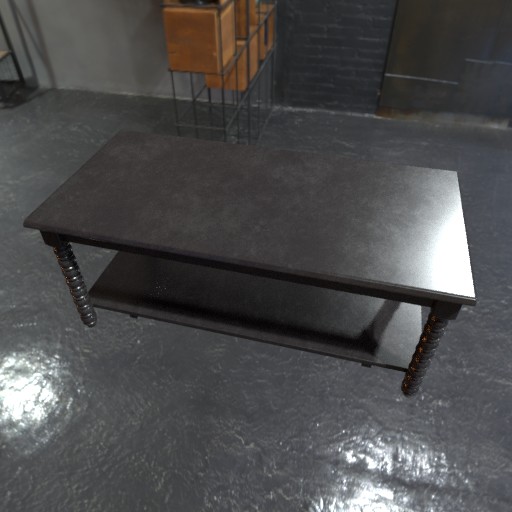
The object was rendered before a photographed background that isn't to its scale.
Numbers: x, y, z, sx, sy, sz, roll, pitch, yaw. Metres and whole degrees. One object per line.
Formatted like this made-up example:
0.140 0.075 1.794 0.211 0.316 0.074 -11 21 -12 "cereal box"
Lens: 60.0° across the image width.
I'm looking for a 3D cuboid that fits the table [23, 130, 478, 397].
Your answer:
0.000 0.000 1.461 1.171 0.487 0.580 10 43 11 "table"
